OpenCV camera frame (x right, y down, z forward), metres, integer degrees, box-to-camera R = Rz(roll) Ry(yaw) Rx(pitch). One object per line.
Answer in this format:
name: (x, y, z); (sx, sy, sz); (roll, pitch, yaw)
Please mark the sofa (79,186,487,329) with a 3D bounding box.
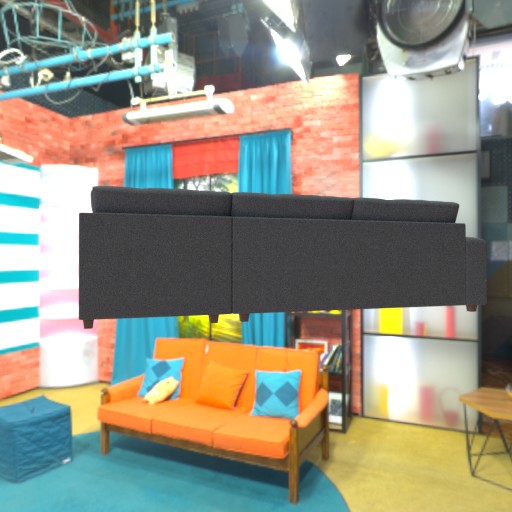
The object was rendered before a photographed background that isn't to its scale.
sofa: (0.000, 0.000, 4.705); (3.277, 0.965, 2.895); (0, 0, -17)
